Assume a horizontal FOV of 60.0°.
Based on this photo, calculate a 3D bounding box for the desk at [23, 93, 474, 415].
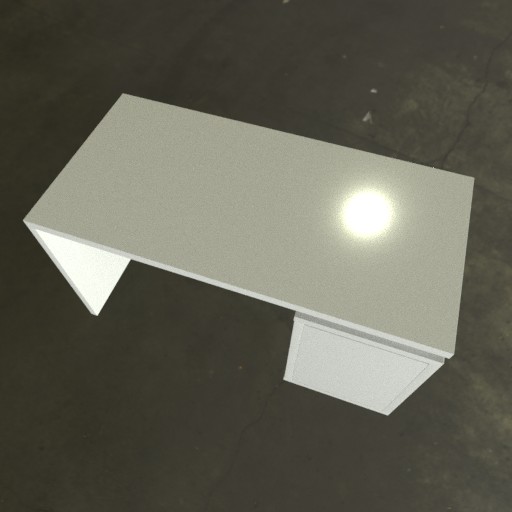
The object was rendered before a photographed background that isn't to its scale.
[{"bbox_3d":[0.000,0.000,1.835,1.400,0.740,0.690,16,59,10],"label":"desk"}]
